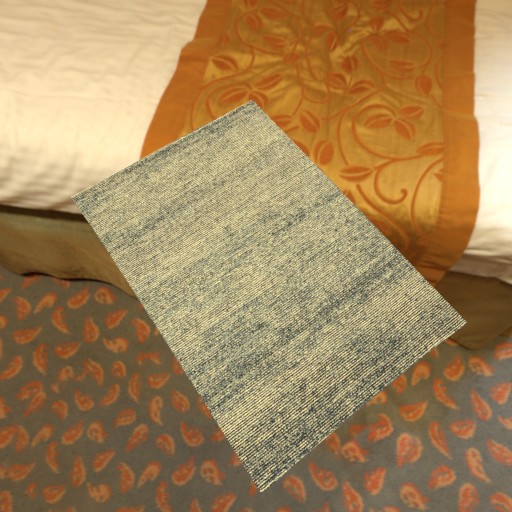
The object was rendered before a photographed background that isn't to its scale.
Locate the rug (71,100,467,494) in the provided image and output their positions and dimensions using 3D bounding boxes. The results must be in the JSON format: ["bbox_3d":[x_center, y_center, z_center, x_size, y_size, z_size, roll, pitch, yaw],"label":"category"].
[{"bbox_3d":[0.000,0.000,3.005,1.624,0.030,2.349,-33,69,-15],"label":"rug"}]
